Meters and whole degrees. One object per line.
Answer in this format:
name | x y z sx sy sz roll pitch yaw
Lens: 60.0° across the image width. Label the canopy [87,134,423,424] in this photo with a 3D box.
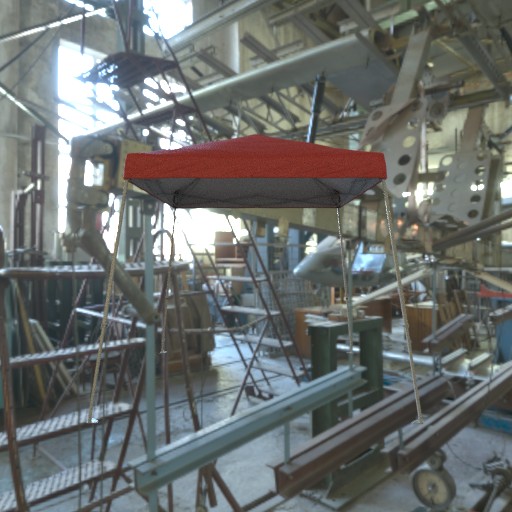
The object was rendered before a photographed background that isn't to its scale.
canopy | 0.000 0.000 6.540 3.600 3.600 3.599 0 0 1
